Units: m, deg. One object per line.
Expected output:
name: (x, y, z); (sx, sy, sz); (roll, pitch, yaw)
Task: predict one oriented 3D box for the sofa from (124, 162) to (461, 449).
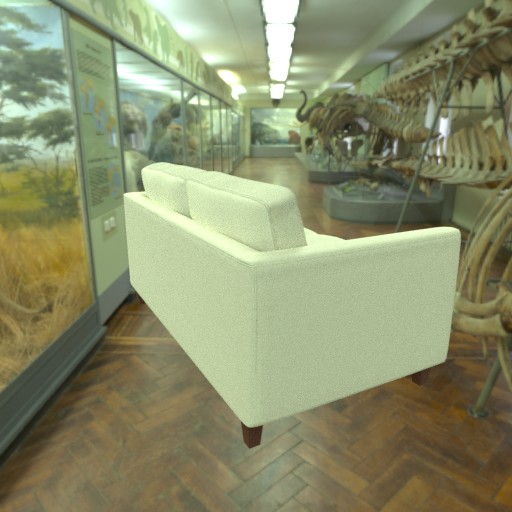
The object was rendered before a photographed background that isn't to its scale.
sofa: (0.000, 0.000, 2.260); (0.964, 0.888, 1.702); (-8, 18, -27)
